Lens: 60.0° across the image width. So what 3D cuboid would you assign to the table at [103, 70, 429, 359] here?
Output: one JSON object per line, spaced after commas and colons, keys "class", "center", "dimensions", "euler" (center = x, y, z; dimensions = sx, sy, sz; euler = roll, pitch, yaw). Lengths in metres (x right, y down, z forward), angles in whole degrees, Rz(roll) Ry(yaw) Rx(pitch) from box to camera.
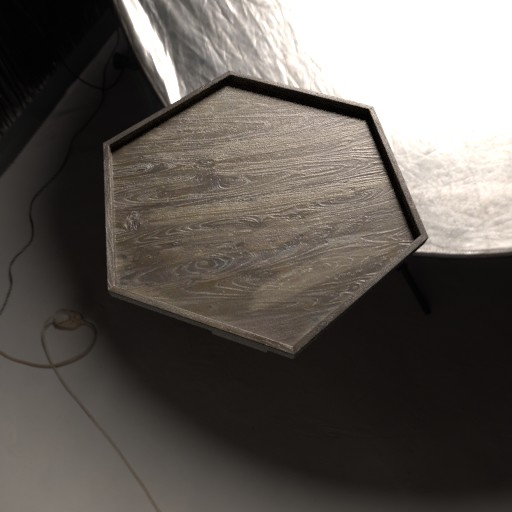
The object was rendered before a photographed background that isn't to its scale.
{"class": "table", "center": [0.000, 0.000, 1.139], "dimensions": [0.683, 0.586, 0.592], "euler": [17, 64, 9]}
